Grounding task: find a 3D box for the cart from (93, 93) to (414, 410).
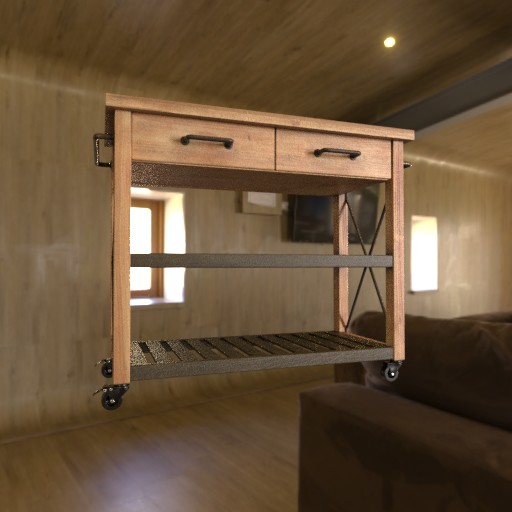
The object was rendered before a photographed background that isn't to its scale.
[{"bbox_3d":[0.000,0.000,0.994,0.686,0.554,0.298,0,-1,-19],"label":"cart"}]
